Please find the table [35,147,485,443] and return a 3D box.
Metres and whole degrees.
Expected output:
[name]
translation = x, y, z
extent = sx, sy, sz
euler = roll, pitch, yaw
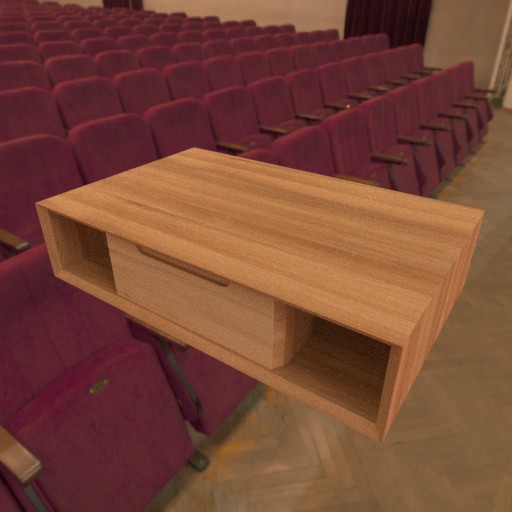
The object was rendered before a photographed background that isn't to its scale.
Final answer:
[table]
translation = 0.000, 0.000, 1.366
extent = 1.100, 0.330, 0.700
euler = 19, 35, 30
